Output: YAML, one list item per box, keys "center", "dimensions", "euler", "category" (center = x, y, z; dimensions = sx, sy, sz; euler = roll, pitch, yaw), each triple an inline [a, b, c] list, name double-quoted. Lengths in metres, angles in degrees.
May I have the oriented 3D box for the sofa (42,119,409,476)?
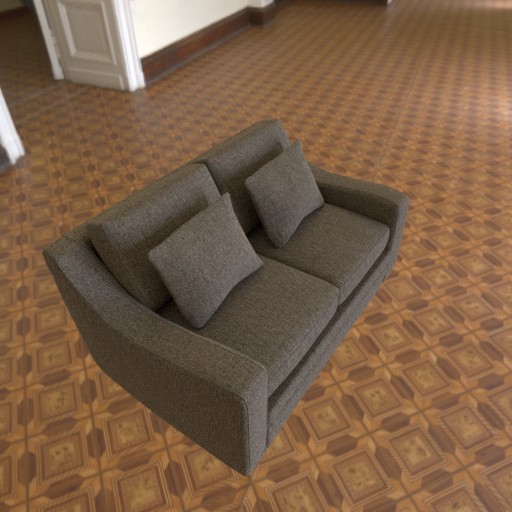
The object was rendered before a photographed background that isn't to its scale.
- center: [0.000, 0.000, 2.458]
  dimensions: [1.120, 0.991, 1.778]
  euler: [24, 46, 26]
  category: "sofa"
